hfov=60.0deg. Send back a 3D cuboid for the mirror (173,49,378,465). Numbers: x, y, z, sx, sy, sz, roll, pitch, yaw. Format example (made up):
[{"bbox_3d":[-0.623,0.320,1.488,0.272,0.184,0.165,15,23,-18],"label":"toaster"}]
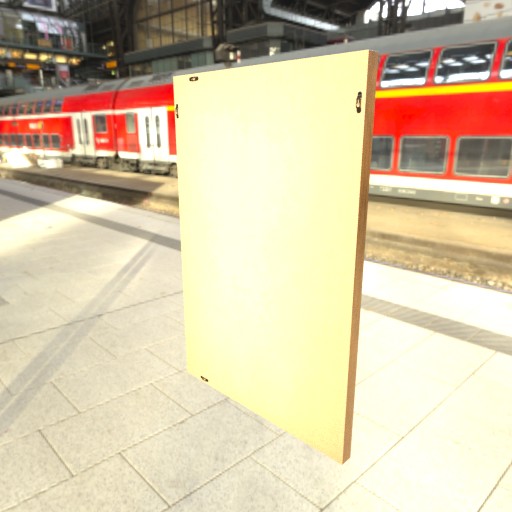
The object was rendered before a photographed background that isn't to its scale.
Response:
[{"bbox_3d":[0.000,0.000,1.153,0.609,0.915,0.040,15,22,42],"label":"mirror"}]
